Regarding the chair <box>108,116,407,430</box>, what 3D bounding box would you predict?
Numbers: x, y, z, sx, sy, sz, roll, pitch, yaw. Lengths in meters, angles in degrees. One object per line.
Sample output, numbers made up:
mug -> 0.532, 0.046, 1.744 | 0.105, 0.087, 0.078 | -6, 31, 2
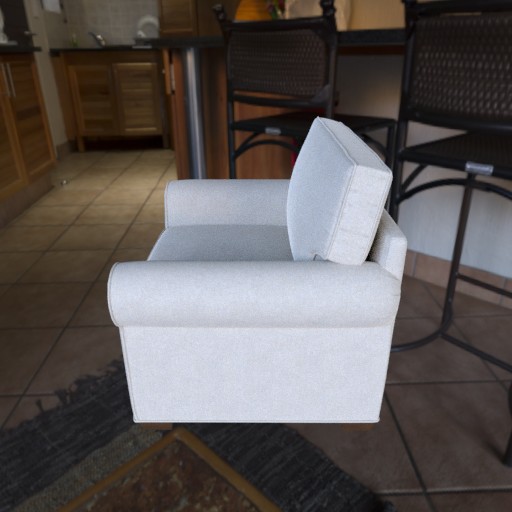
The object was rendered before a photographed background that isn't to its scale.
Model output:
chair -> 0.000, 0.000, 1.741 | 0.863, 0.955, 1.040 | 0, 26, 0
